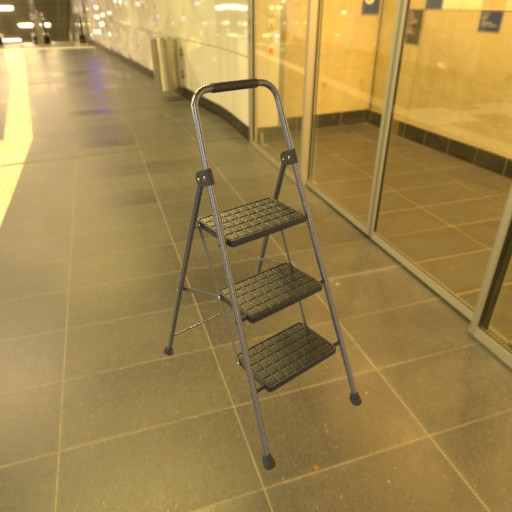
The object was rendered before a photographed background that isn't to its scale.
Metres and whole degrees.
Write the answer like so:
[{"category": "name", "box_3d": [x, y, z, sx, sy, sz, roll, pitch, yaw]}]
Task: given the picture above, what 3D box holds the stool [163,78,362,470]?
[{"category": "stool", "box_3d": [0.000, 0.000, 1.540, 0.473, 1.121, 0.733, -21, 36, -32]}]
